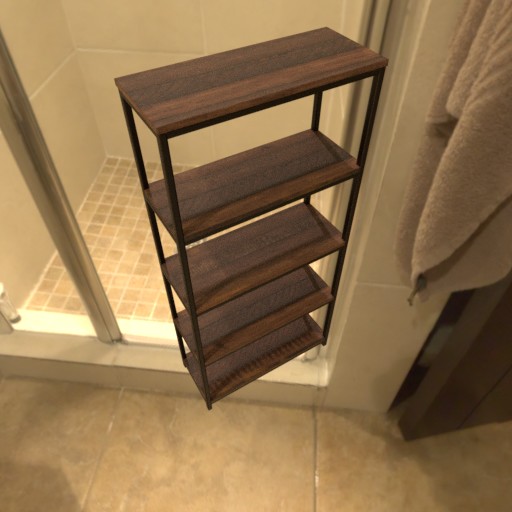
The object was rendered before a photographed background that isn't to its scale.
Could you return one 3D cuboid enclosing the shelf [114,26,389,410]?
[{"bbox_3d":[0.000,0.000,2.184,0.874,1.860,0.359,-24,51,-21],"label":"shelf"}]
